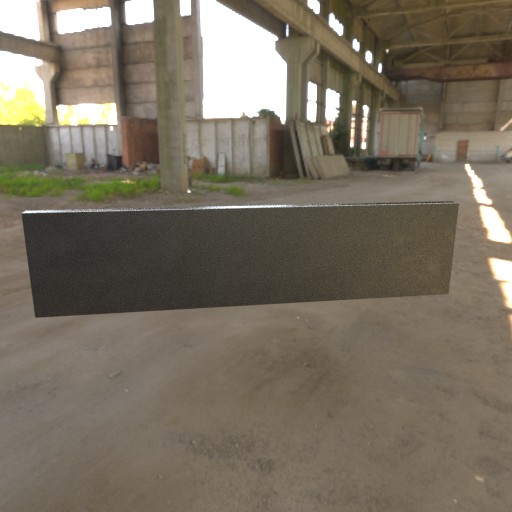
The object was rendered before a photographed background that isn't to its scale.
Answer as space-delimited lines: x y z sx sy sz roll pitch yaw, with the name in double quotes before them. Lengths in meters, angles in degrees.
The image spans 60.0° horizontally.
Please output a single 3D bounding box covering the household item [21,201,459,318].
"household item" 0.000 0.000 1.050 1.001 0.236 0.030 -2 15 -9
